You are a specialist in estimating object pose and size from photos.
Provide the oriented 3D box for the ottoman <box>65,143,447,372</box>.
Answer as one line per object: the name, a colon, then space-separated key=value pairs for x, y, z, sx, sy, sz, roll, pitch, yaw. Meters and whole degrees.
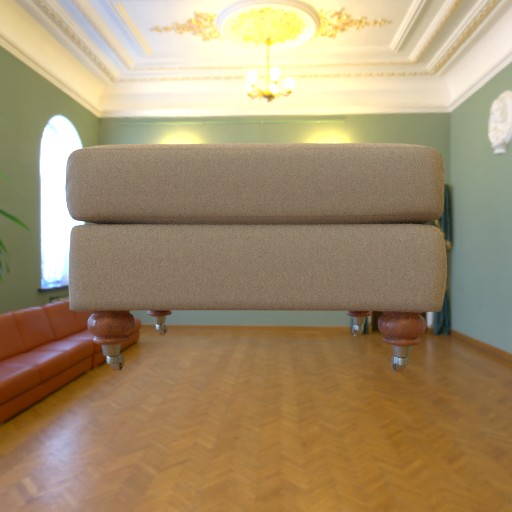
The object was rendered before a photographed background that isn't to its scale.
ottoman: x=0.000 y=0.000 z=1.136 sx=0.773 sy=0.497 sz=0.574 roll=0 pitch=0 yaw=1
